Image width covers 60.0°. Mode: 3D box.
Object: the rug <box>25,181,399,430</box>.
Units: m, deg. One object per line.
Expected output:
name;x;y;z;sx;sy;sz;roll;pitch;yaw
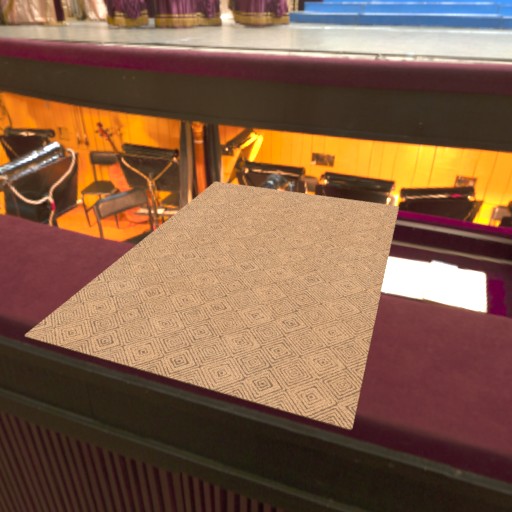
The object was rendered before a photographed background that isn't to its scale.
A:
rug;0.000;0.000;2.834;1.593;0.008;2.238;10;32;17
